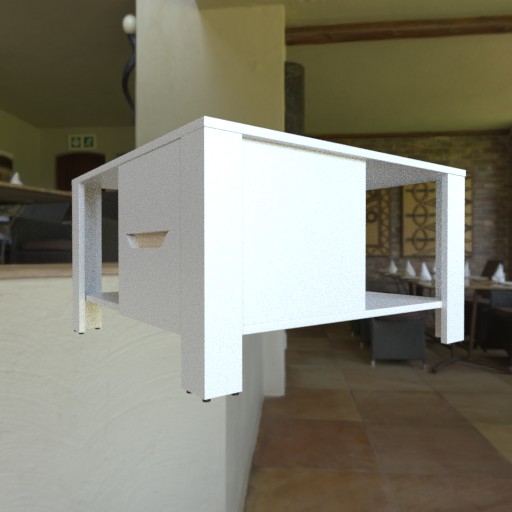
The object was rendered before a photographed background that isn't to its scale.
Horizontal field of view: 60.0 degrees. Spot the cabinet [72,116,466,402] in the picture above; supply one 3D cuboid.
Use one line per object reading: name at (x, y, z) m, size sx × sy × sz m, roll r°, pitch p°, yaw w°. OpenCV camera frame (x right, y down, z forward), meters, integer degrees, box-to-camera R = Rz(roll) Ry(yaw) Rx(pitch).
cabinet at (0.000, 0.000, 1.266) m, size 0.800 × 0.460 × 0.800 m, roll -1°, pitch 1°, yaw -37°
